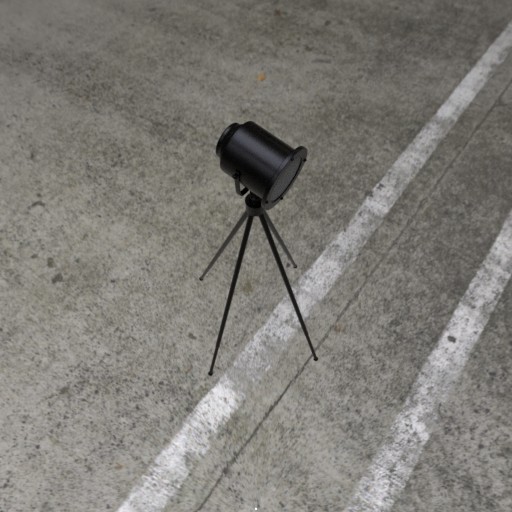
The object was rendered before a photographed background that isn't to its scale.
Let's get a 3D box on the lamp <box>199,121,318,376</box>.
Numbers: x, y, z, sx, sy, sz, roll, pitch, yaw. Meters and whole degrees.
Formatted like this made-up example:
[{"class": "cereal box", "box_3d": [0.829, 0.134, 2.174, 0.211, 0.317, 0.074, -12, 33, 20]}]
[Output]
[{"class": "lamp", "box_3d": [0.000, 0.000, 2.024, 0.884, 1.504, 0.879, 33, 65, 17]}]
